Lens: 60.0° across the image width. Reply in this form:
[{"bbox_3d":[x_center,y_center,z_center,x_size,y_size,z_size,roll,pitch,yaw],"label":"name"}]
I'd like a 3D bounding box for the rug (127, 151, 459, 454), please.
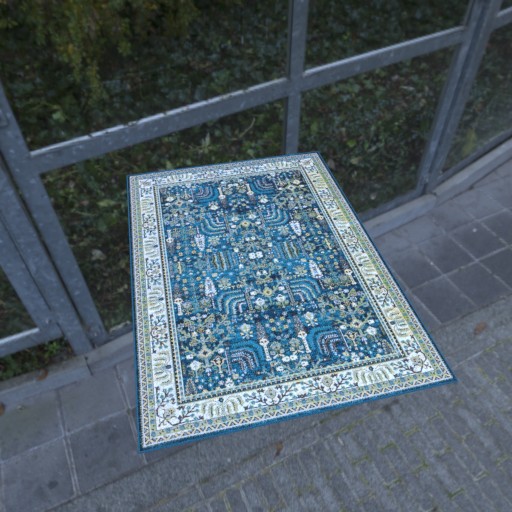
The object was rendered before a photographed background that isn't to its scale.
[{"bbox_3d":[0.000,0.000,2.877,1.594,0.013,2.213,-9,46,-9],"label":"rug"}]
